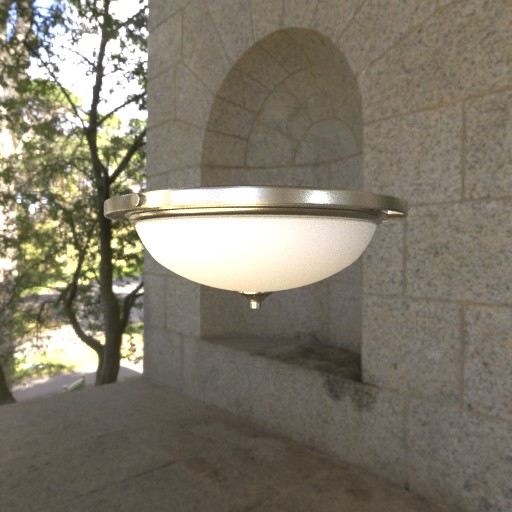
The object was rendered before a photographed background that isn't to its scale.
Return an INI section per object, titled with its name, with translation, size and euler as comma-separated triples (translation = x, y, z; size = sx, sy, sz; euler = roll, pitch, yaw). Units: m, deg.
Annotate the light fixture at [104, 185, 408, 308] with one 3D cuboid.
[light fixture]
translation = 0.000, 0.000, 0.556
size = 0.361, 0.130, 0.361
euler = 0, 1, 0
